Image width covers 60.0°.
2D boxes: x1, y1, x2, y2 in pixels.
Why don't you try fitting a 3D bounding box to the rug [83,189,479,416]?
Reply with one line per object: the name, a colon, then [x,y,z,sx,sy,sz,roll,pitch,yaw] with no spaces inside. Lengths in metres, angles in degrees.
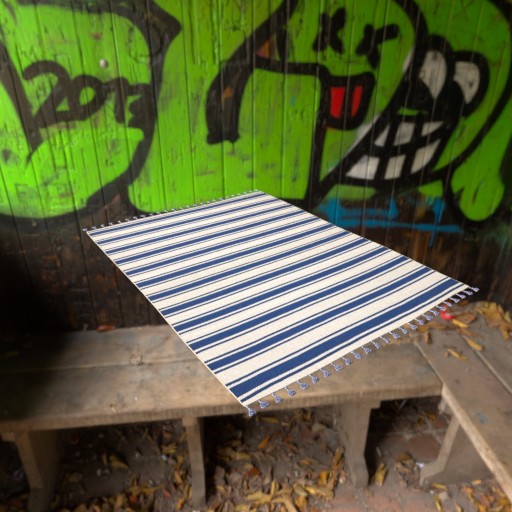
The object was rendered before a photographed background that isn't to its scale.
rug: [0.000,0.000,4.485,2.471,0.016,3.416,-18,32,-31]
